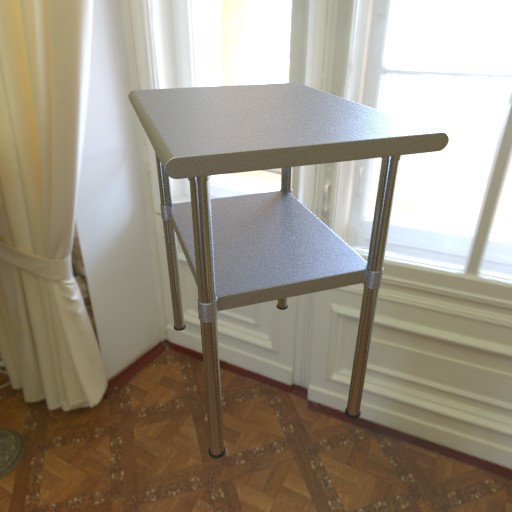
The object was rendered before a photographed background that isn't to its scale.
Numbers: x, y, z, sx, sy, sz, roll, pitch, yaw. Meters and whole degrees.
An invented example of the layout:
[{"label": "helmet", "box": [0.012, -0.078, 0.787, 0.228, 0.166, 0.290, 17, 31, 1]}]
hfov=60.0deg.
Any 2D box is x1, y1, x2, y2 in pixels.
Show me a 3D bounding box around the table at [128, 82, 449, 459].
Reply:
[{"label": "table", "box": [0.000, 0.000, 1.352, 0.584, 0.876, 0.762, -9, 30, -16]}]
